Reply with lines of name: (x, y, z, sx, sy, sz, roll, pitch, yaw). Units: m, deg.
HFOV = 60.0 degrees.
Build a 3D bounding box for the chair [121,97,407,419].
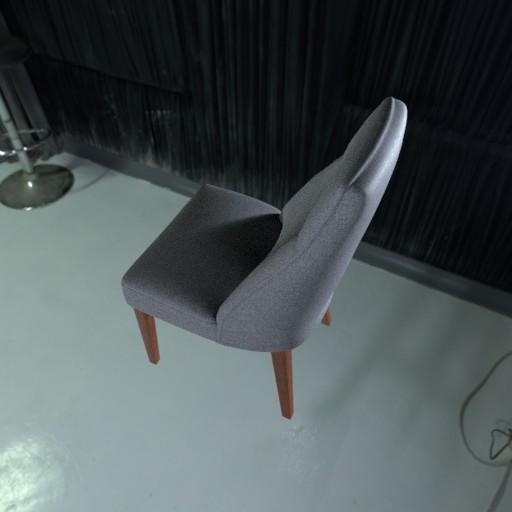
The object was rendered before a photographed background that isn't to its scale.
chair: (0.000, 0.000, 1.281, 0.620, 0.930, 0.500, 18, 49, 17)
